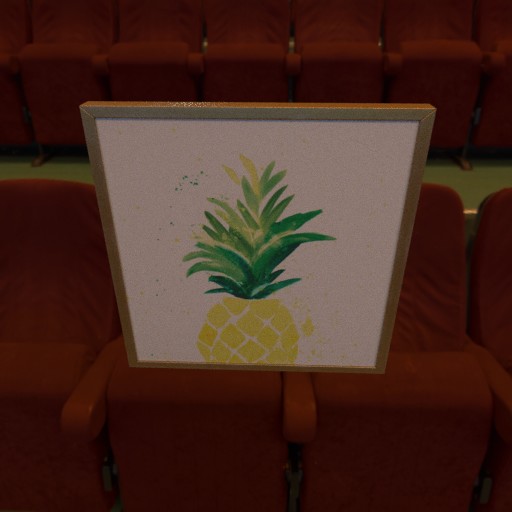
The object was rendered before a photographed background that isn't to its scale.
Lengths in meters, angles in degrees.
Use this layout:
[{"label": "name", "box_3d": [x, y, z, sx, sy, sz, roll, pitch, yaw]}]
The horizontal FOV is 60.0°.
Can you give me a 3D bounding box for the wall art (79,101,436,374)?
[{"label": "wall art", "box_3d": [0.000, 0.000, 0.773, 0.510, 0.509, 0.033, 1, 30, 2]}]
